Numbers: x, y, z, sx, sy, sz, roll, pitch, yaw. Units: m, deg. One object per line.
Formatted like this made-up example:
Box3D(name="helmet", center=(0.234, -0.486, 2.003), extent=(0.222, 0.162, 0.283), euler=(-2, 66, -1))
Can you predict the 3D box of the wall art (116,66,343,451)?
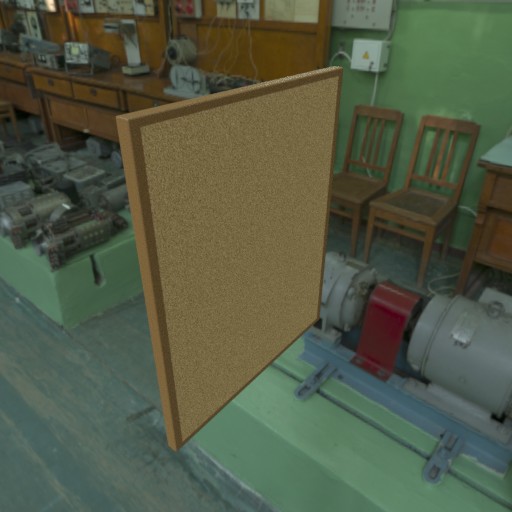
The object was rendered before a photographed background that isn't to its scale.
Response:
Box3D(name="wall art", center=(0.000, 0.000, 0.755), extent=(0.021, 0.550, 0.449), euler=(23, 38, 33))
